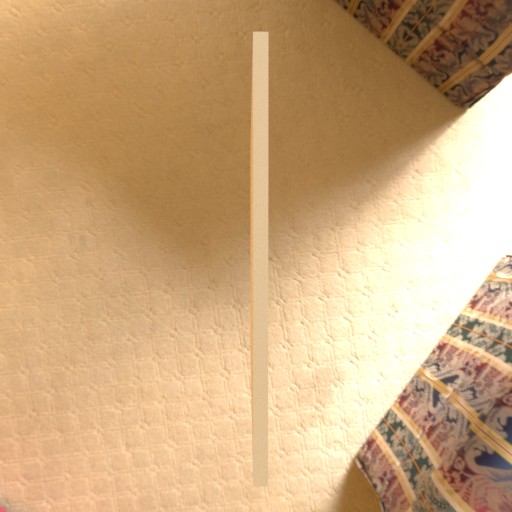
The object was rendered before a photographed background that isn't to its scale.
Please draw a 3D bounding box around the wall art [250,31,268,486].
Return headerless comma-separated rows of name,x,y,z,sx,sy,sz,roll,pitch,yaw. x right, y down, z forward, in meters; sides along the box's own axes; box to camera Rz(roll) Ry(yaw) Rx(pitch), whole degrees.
wall art,0.000,0.000,0.600,0.013,0.456,0.382,0,91,-1
